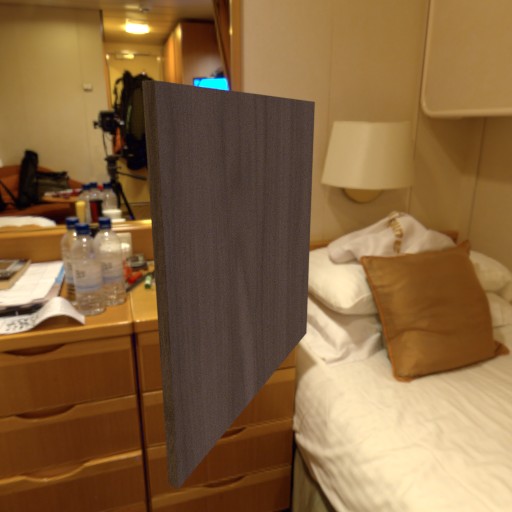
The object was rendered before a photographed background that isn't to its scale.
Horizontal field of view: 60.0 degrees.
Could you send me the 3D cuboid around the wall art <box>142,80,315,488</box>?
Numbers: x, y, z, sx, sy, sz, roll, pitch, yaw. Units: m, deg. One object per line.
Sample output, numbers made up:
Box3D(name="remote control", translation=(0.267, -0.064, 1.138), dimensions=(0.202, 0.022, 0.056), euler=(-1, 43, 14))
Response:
Box3D(name="wall art", translation=(0.000, 0.000, 0.739), dimensions=(0.016, 0.507, 0.508), euler=(8, 18, 25))
